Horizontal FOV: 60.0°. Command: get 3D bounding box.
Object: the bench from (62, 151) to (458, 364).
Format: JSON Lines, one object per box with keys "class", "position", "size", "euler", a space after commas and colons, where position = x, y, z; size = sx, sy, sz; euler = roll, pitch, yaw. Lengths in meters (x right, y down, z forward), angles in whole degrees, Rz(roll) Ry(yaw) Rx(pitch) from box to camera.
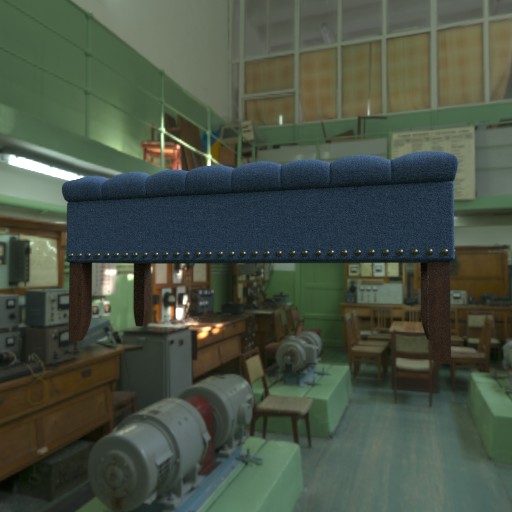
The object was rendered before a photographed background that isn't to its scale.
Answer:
{"class": "bench", "position": [0.000, 0.000, 1.305], "size": [1.052, 0.492, 0.417], "euler": [0, -2, 18]}
